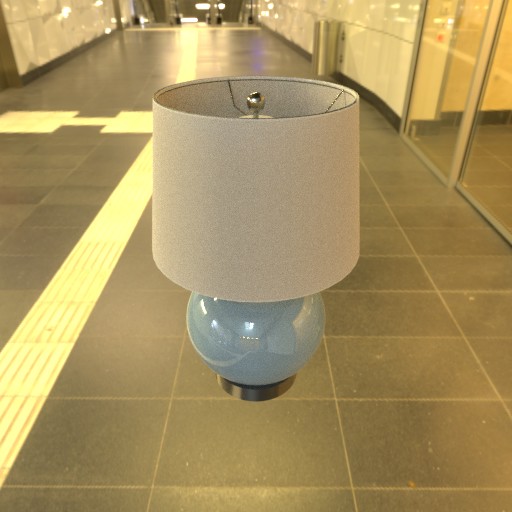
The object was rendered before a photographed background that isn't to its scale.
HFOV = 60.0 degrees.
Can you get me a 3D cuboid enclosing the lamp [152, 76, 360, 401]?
[{"bbox_3d":[0.000,0.000,0.549,0.247,0.387,0.247,0,31,0],"label":"lamp"}]
